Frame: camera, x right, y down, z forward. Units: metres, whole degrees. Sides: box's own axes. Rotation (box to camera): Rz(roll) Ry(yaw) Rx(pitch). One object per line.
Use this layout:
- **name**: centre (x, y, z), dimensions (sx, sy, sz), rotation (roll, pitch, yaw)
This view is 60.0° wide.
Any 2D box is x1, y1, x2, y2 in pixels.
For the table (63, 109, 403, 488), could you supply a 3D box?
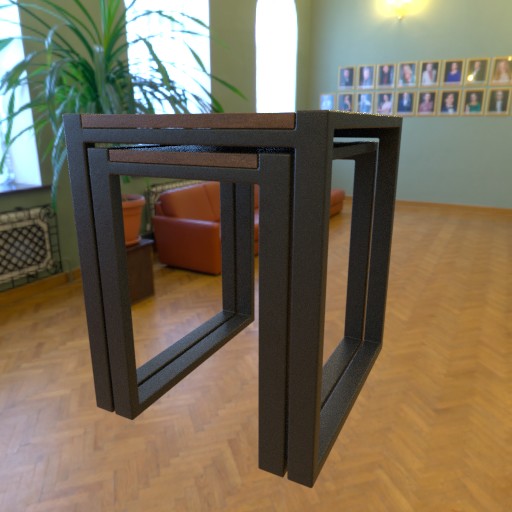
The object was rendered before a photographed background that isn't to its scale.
- **table**: centre (0.000, 0.000, 0.908), dimensions (0.449, 0.550, 0.500), rotation (8, 18, 26)
